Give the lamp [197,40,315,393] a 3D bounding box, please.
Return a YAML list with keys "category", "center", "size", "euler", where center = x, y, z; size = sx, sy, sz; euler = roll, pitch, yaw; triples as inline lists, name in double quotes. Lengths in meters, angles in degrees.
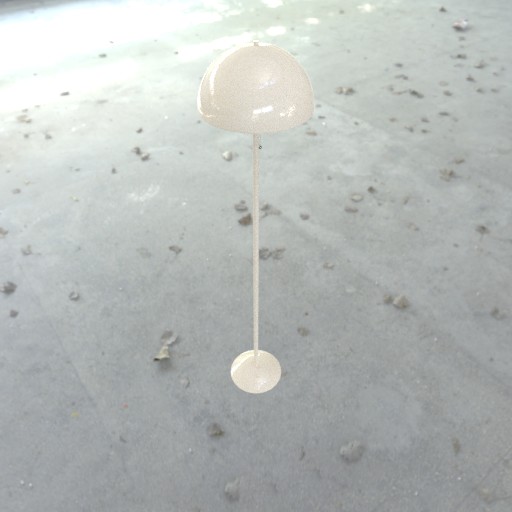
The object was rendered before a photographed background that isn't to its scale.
- category: "lamp"
  center: [0.000, 0.000, 1.630]
  size: [0.328, 1.480, 0.328]
  euler: [-26, 48, -26]
